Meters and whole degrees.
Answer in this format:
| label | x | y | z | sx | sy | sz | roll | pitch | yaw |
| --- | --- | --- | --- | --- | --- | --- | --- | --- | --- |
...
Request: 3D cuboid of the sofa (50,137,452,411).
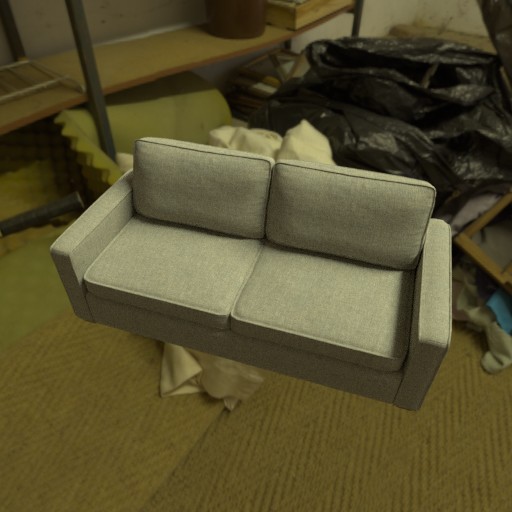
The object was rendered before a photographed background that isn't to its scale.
| label | x | y | z | sx | sy | sz | roll | pitch | yaw |
| --- | --- | --- | --- | --- | --- | --- | --- | --- | --- |
| sofa | 0.000 | 0.000 | 2.552 | 2.078 | 0.918 | 0.945 | 12 | 43 | 13 |
